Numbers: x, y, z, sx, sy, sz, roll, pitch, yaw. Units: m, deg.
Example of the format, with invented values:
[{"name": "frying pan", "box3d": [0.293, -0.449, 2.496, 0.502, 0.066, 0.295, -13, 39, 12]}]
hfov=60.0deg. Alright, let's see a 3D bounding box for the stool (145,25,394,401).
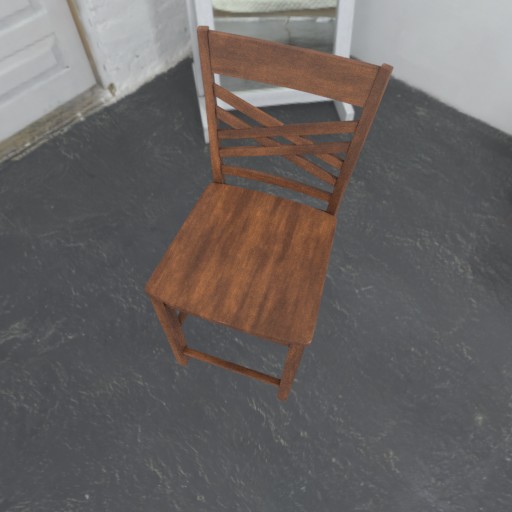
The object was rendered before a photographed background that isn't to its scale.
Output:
[{"name": "stool", "box3d": [0.000, 0.000, 1.346, 0.462, 1.079, 0.539, 17, 61, 10]}]
